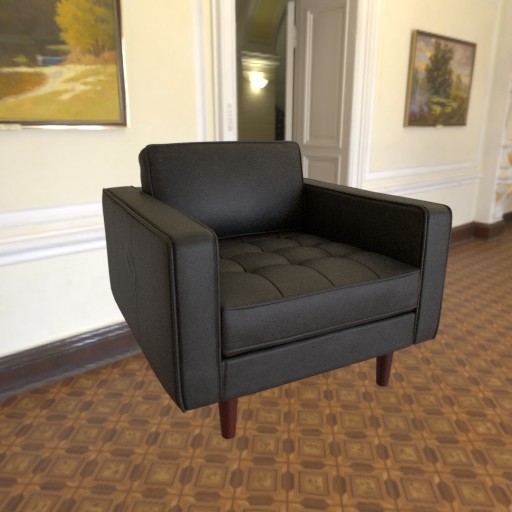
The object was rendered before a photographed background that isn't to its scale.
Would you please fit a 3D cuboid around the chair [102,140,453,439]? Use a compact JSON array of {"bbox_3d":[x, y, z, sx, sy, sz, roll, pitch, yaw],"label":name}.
[{"bbox_3d":[0.000,0.000,1.544,0.889,0.763,0.914,-8,18,-26],"label":"chair"}]
